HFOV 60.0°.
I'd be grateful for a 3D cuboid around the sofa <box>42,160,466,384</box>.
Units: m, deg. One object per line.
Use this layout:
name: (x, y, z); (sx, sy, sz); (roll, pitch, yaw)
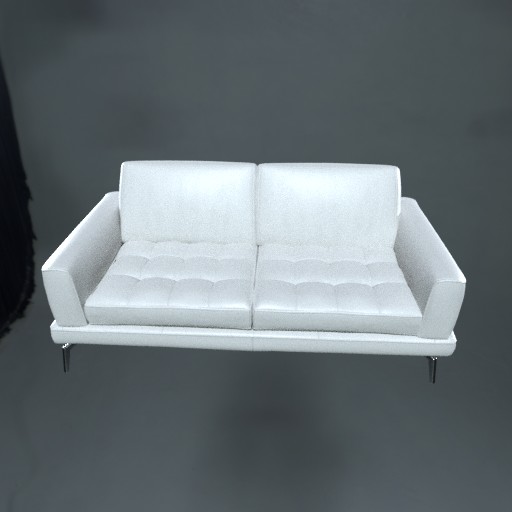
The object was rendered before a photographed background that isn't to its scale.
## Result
sofa: (0.000, 0.000, 2.682); (2.177, 0.930, 1.121); (1, 30, 3)
